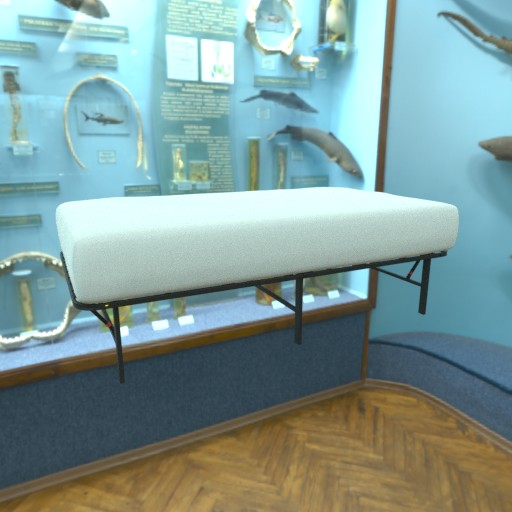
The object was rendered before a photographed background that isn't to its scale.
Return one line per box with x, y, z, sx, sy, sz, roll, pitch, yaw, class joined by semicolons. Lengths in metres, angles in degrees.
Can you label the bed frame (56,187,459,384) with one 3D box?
0.000;0.000;2.401;1.908;0.640;1.025;-7;16;-25;bed frame
